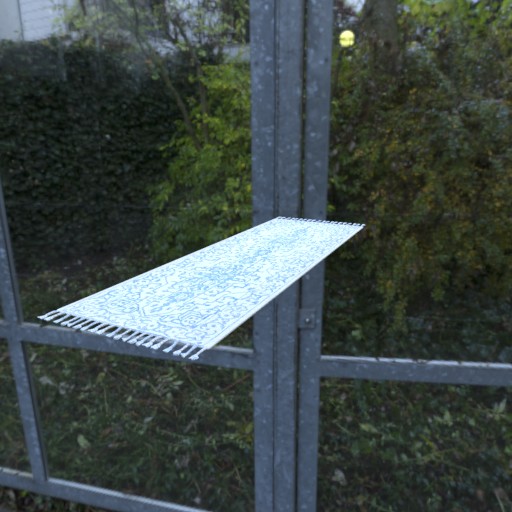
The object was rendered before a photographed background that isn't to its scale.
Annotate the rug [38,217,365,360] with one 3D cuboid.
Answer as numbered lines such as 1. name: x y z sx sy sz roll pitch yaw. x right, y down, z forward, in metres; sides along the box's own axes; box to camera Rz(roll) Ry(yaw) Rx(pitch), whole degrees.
1. rug: 0.000 0.000 2.685 0.774 0.011 2.449 8 18 25
